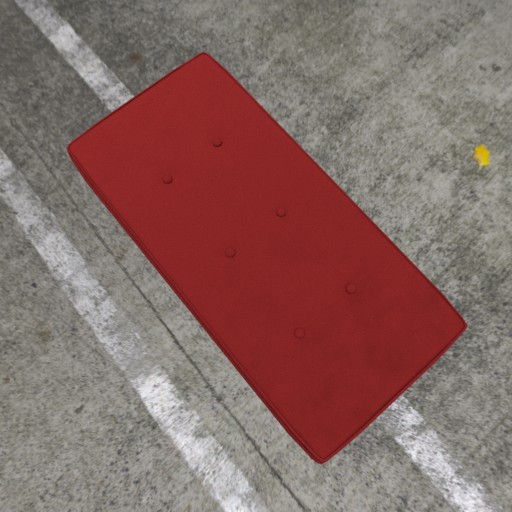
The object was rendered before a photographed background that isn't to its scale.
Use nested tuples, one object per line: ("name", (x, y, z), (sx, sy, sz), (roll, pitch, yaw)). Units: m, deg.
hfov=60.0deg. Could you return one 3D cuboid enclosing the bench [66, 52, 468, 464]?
("bench", (0.000, 0.000, 1.304), (0.492, 0.471, 1.016), (-39, 78, -10))
